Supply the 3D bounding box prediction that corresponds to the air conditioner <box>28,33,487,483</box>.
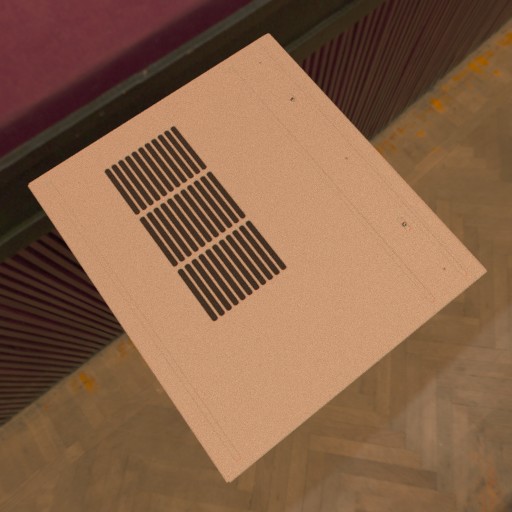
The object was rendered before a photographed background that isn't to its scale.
[{"bbox_3d":[0.000,0.000,1.031,0.599,0.455,0.645,-36,78,-9],"label":"air conditioner"}]
